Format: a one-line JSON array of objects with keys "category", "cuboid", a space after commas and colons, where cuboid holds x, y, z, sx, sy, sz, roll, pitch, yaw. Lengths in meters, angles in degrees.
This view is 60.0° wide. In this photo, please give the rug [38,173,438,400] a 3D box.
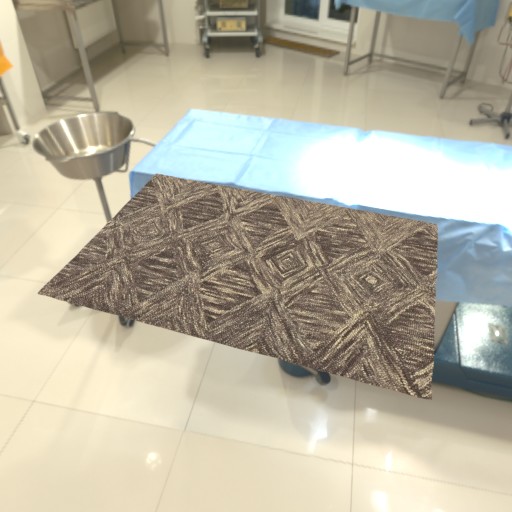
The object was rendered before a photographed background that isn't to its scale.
[{"category": "rug", "cuboid": [0.000, 0.000, 2.332, 1.814, 0.012, 1.186, 12, 42, 14]}]
